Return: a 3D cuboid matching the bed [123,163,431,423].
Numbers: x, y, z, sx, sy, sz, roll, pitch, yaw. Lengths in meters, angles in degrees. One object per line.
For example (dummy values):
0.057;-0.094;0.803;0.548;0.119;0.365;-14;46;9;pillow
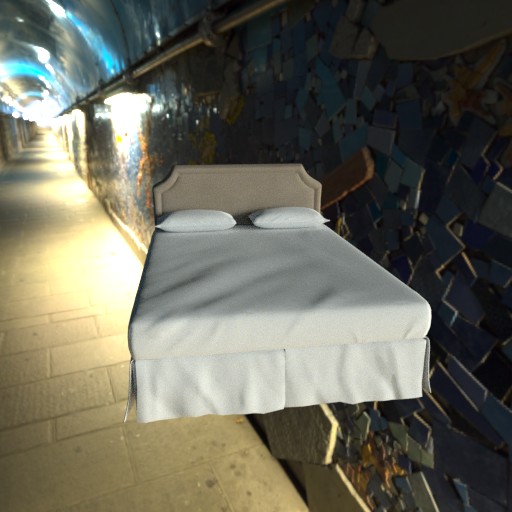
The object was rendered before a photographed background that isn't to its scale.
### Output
0.000;0.000;3.737;1.977;1.293;2.498;-3;17;-9;bed
